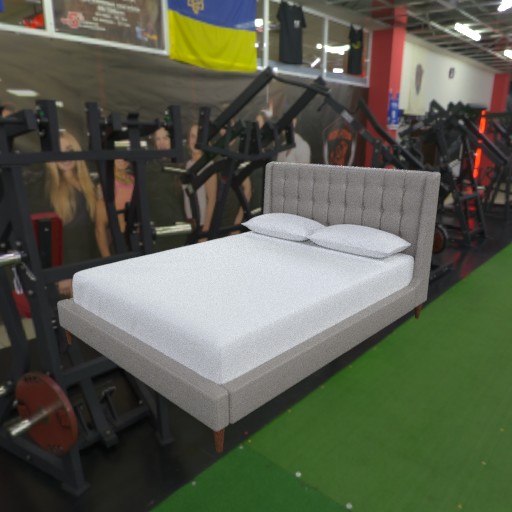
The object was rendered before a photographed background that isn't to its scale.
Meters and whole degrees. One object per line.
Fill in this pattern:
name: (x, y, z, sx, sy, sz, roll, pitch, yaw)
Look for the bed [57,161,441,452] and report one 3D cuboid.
bed: (0.000, 0.000, 3.186, 1.656, 1.147, 2.232, 15, 22, 42)
